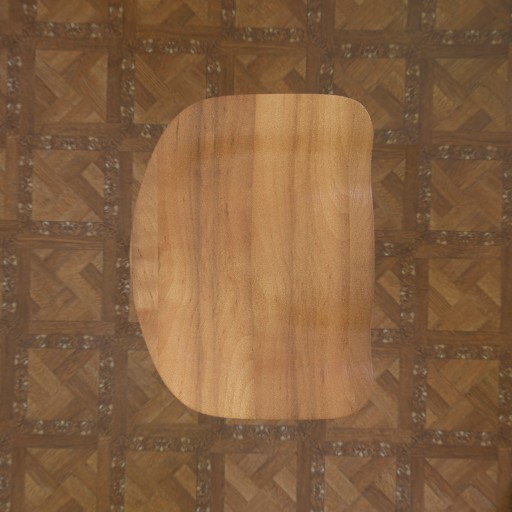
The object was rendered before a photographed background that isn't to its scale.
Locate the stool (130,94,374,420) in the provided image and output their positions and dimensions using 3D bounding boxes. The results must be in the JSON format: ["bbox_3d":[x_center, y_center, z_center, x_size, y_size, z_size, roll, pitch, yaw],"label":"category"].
[{"bbox_3d":[0.000,0.000,0.849,0.361,0.615,0.440,0,90,1],"label":"stool"}]
